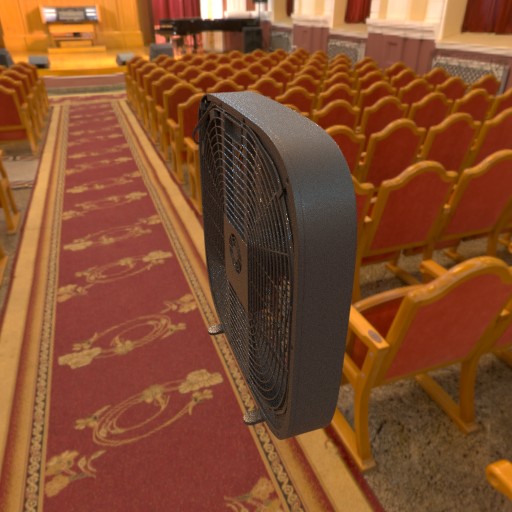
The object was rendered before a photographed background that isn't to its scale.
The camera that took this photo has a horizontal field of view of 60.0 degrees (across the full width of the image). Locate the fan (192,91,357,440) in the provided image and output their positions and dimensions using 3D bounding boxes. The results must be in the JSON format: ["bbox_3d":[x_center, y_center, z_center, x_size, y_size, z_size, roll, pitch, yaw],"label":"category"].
[{"bbox_3d":[0.000,0.000,0.811,0.142,0.533,0.526,-10,31,-17],"label":"fan"}]
